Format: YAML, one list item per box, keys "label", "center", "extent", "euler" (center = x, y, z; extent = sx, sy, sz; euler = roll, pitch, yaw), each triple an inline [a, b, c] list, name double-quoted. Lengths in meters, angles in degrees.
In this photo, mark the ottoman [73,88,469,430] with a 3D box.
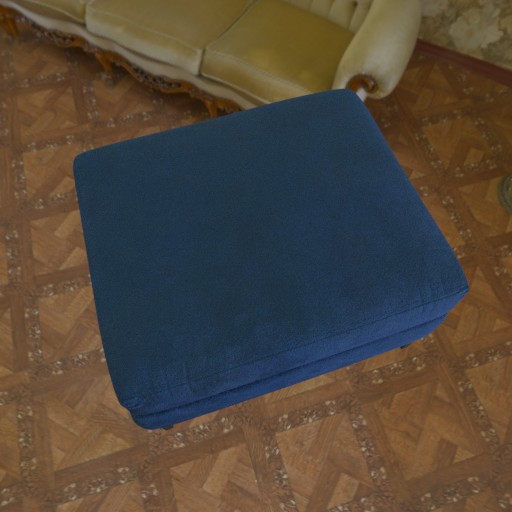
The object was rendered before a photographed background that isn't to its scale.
- label: "ottoman"
  center: [0.000, 0.000, 1.167]
  extent: [0.794, 0.485, 0.655]
  euler: [-17, 64, -8]
